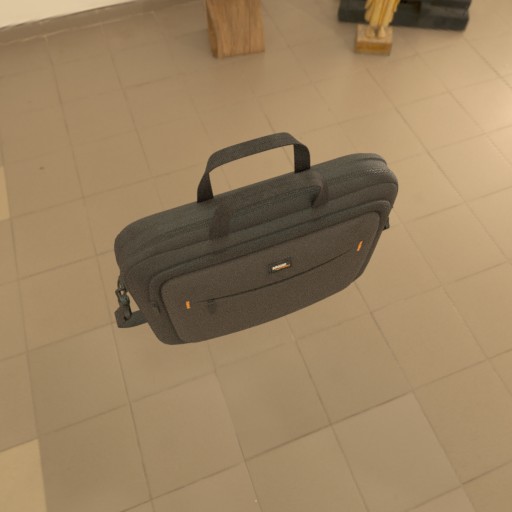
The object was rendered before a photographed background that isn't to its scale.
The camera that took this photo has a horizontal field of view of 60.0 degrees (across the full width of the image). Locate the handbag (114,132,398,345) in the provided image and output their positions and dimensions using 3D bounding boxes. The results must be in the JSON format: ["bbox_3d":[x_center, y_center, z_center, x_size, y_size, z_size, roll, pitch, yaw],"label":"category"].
[{"bbox_3d":[0.000,0.000,0.438,0.320,0.244,0.089,-19,63,-10],"label":"handbag"}]
